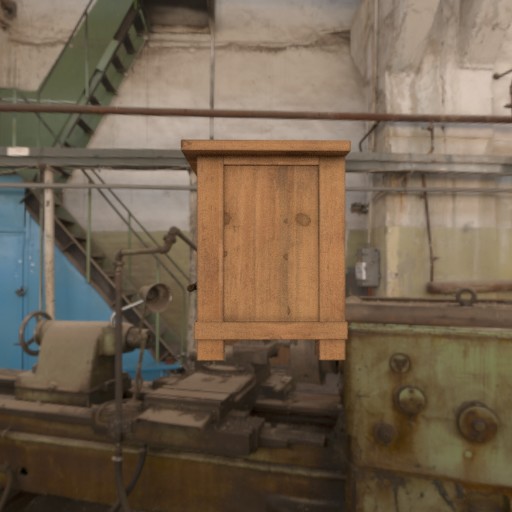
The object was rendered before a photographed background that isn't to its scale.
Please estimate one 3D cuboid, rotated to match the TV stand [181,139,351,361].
[{"bbox_3d":[0.000,0.000,2.025,0.453,0.573,1.804,0,-1,-1],"label":"TV stand"}]
